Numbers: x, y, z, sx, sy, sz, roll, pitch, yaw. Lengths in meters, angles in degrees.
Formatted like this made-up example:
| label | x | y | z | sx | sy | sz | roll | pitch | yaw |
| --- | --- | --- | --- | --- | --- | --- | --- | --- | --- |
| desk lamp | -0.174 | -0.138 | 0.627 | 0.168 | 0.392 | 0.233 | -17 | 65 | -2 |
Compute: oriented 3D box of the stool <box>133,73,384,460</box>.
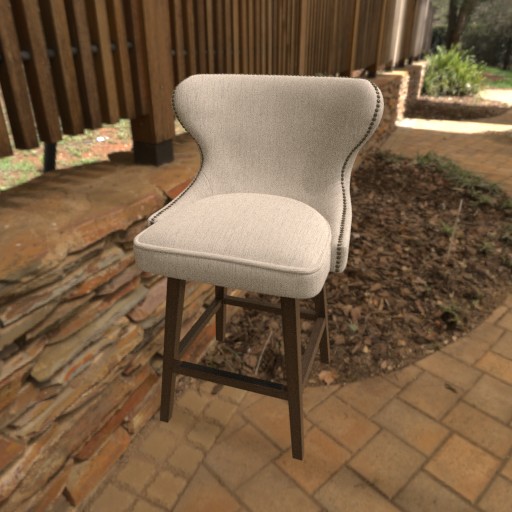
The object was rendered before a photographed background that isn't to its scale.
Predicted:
| label | x | y | z | sx | sy | sz | roll | pitch | yaw |
| --- | --- | --- | --- | --- | --- | --- | --- | --- | --- |
| stool | 0.000 | 0.000 | 1.322 | 0.615 | 0.972 | 0.597 | 9 | 28 | 17 |
